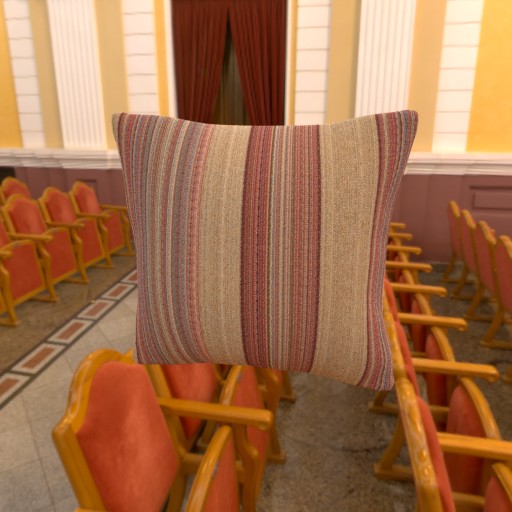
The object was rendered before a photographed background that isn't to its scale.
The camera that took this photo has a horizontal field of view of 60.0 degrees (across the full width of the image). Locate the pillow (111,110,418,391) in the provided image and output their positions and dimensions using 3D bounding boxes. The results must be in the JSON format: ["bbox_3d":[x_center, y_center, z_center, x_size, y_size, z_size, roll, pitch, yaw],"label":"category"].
[{"bbox_3d":[0.000,0.000,0.671,0.437,0.419,0.136,3,17,10],"label":"pillow"}]
